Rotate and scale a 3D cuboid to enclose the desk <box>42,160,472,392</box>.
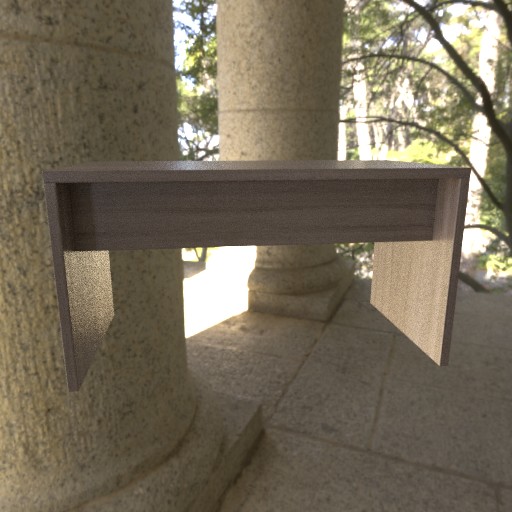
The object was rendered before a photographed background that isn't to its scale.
[{"bbox_3d":[0.000,0.000,1.834,1.380,0.745,0.690,-2,15,-7],"label":"desk"}]
